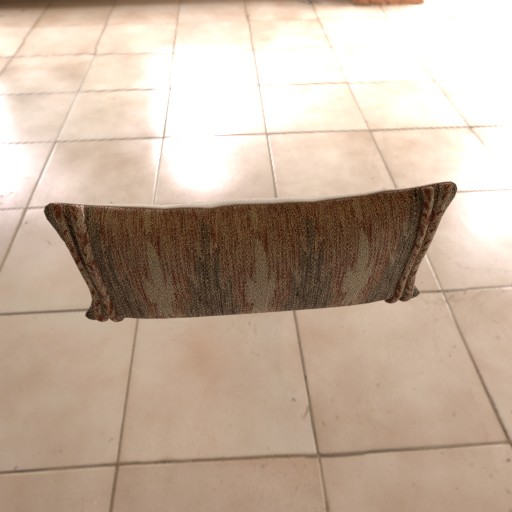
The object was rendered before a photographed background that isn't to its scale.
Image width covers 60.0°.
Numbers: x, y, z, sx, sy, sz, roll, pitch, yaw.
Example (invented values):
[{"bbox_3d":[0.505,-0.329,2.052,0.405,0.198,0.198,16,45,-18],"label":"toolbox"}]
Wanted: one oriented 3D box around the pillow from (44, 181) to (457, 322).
[{"bbox_3d":[0.000,0.000,0.749,0.635,0.282,0.139,-4,47,-3],"label":"pillow"}]
